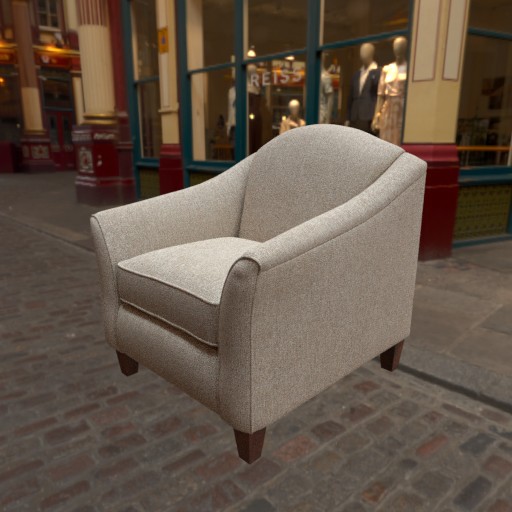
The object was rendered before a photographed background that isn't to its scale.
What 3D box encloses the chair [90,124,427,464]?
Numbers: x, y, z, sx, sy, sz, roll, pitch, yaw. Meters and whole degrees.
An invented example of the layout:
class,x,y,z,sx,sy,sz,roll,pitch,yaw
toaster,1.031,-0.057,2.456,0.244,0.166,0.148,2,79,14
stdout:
class,x,y,z,sx,sy,sz,roll,pitch,yaw
chair,0.000,0.000,1.450,0.763,0.839,0.787,15,21,43
